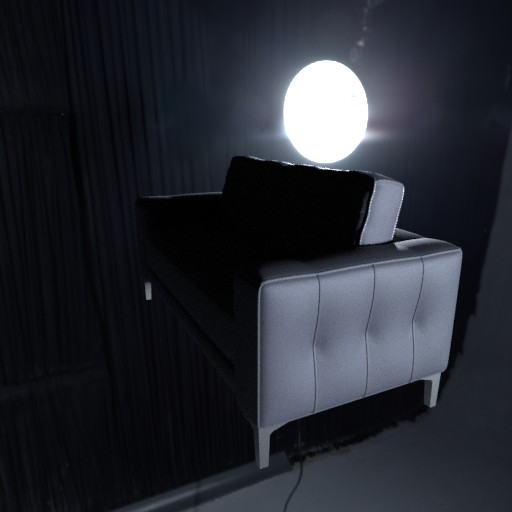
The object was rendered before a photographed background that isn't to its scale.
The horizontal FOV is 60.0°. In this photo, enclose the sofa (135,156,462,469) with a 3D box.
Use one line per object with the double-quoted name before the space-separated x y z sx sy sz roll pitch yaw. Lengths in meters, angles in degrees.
"sofa" 0.000 0.000 2.165 0.833 0.893 1.726 -8 18 -25
